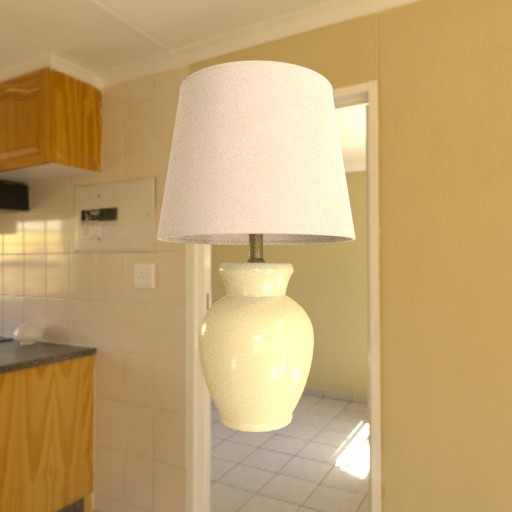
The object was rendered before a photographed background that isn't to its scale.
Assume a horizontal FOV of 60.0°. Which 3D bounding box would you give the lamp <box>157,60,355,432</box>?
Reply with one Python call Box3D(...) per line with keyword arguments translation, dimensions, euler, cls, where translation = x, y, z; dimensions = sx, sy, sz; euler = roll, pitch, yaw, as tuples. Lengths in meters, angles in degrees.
Box3D(translation=(0.000, 0.000, 0.546), dimensions=(0.239, 0.399, 0.239), euler=(0, -1, 0), cls="lamp")
